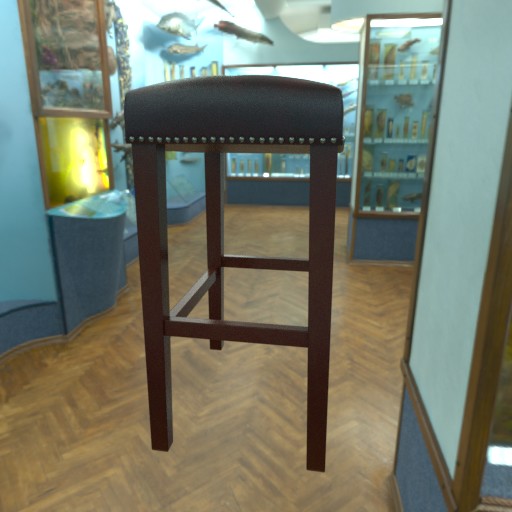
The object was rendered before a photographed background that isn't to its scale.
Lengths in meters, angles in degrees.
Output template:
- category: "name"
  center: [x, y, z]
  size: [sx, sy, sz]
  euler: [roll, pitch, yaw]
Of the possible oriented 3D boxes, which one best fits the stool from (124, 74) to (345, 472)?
- category: "stool"
  center: [0.000, 0.000, 1.031]
  size: [0.372, 0.742, 0.504]
  euler: [3, 17, 10]
